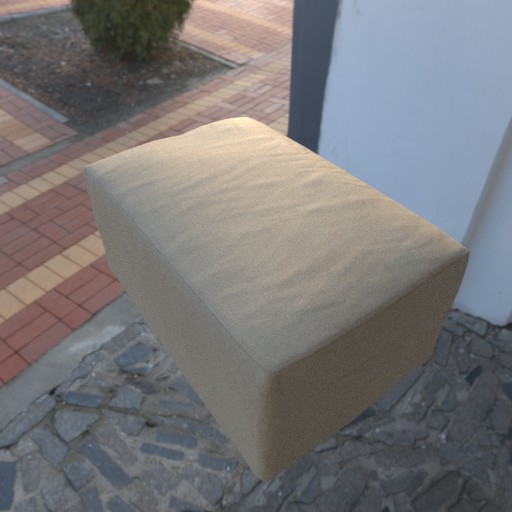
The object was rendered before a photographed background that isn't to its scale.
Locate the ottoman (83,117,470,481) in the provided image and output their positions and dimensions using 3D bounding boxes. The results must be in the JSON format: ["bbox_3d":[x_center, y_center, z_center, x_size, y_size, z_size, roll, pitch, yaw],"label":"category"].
[{"bbox_3d":[0.000,0.000,1.191,0.590,0.444,0.872,-26,48,-26],"label":"ottoman"}]
